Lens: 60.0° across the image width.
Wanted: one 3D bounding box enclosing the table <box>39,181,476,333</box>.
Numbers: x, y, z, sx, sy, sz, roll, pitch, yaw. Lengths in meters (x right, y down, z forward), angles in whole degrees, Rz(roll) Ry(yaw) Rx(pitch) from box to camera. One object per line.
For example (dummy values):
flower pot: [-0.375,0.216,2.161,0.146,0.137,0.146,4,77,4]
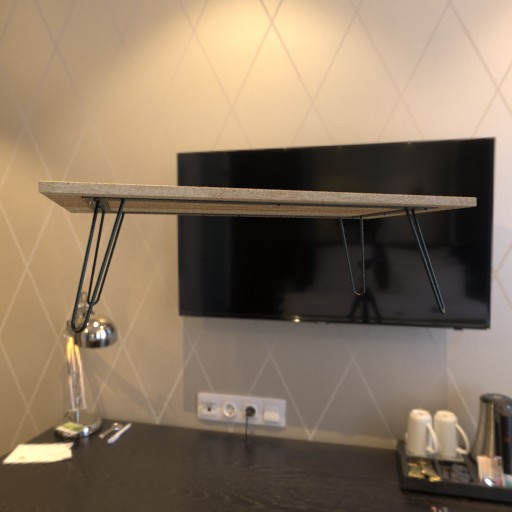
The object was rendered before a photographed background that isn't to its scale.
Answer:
table: [0.000,0.000,1.645,1.348,0.400,0.699,0,1,-17]
